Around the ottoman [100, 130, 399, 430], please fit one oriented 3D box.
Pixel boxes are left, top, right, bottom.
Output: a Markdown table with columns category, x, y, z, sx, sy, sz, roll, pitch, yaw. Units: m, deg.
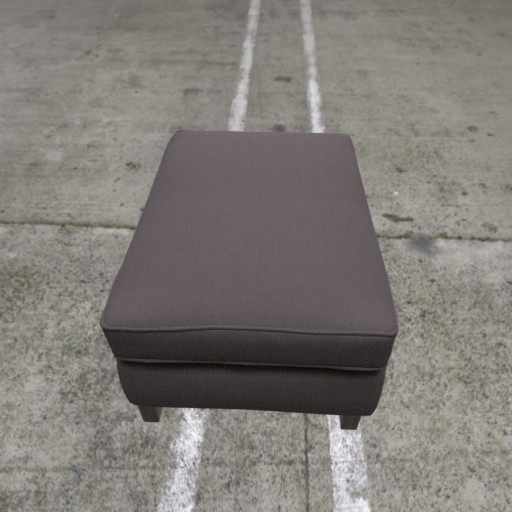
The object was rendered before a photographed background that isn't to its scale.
| category | x | y | z | sx | sy | sz | roll | pitch | yaw |
| --- | --- | --- | --- | --- | --- | --- | --- | --- | --- |
| ottoman | 0.000 | 0.000 | 1.018 | 0.508 | 0.406 | 0.686 | 2 | 42 | 2 |
